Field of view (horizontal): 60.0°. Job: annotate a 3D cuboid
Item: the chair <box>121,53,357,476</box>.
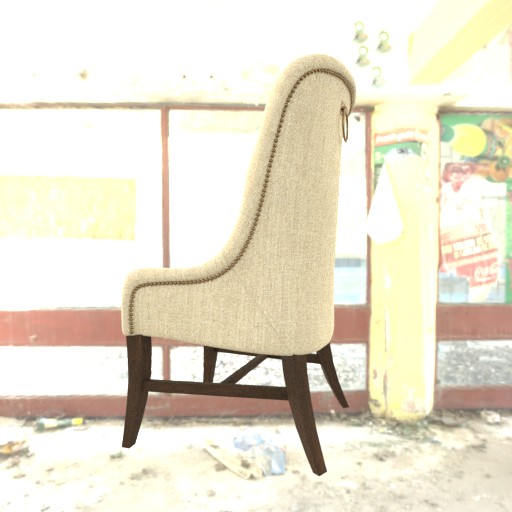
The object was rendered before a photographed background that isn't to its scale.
[{"bbox_3d":[0.000,0.000,1.434,0.629,1.091,0.634,0,1,18],"label":"chair"}]
